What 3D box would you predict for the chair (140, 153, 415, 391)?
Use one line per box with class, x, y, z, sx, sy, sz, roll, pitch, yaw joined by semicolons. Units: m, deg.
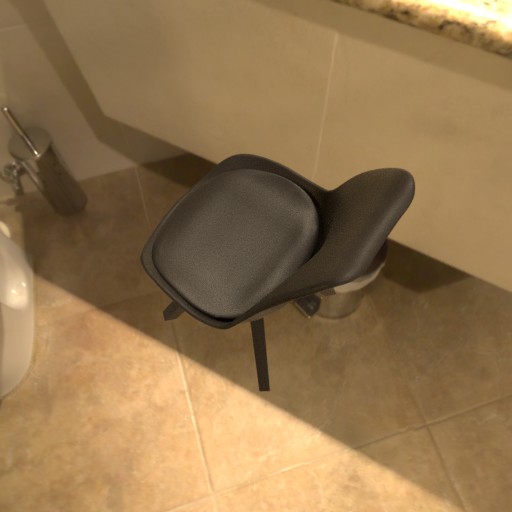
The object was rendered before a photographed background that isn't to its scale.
chair;0.000;0.000;1.184;0.550;0.850;0.485;33;69;15
